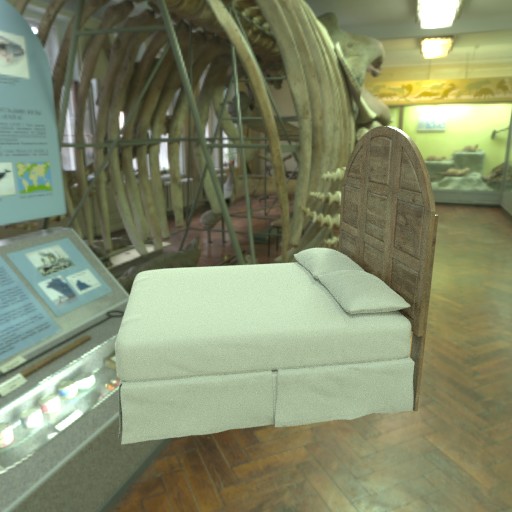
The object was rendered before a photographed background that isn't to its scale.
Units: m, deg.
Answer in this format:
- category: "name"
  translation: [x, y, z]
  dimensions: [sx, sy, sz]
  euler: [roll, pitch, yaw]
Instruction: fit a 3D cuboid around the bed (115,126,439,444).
- category: "bed"
  translation: [0.000, 0.000, 3.541]
  dimensions: [2.112, 2.002, 1.713]
  euler: [-2, 15, -9]
